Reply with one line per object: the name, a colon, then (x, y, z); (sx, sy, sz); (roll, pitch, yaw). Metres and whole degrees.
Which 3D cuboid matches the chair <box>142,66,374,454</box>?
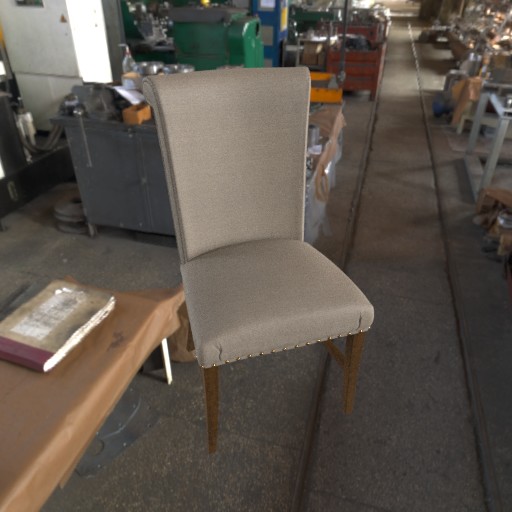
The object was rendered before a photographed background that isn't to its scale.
chair: (0.000, 0.000, 1.363); (0.513, 0.988, 0.608); (-10, 34, -15)
